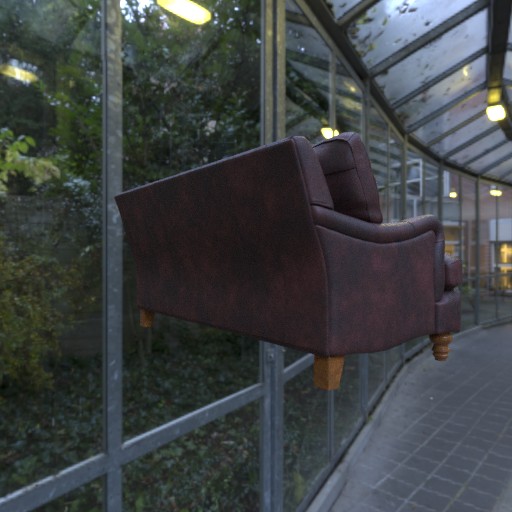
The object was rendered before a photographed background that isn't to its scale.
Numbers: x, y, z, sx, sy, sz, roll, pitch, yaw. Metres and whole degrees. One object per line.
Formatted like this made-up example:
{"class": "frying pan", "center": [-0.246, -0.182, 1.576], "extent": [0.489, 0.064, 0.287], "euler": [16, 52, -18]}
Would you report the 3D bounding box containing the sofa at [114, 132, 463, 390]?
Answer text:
{"class": "sofa", "center": [0.000, 0.000, 2.795], "extent": [1.147, 1.071, 2.144], "euler": [0, 0, -36]}
